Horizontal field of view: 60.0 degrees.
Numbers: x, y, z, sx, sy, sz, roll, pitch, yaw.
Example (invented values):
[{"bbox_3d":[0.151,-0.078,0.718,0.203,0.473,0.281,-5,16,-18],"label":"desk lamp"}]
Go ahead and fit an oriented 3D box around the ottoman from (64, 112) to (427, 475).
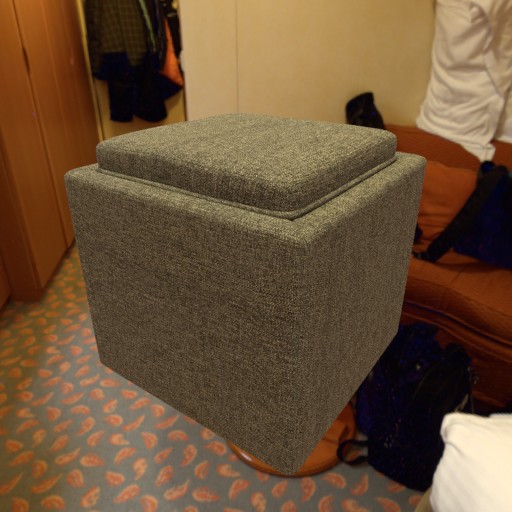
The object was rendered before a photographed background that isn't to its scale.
[{"bbox_3d":[0.000,0.000,0.825,0.450,0.460,0.450,18,31,31],"label":"ottoman"}]
